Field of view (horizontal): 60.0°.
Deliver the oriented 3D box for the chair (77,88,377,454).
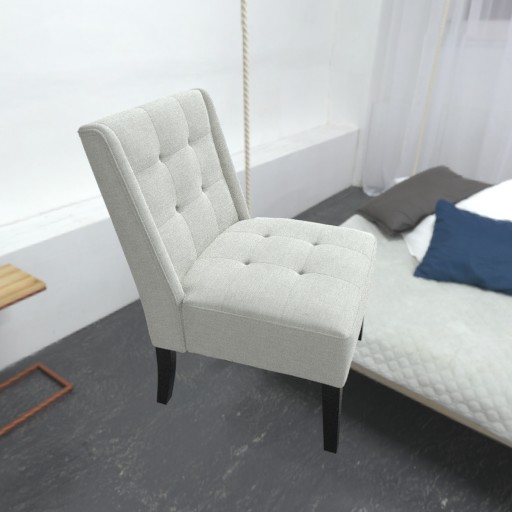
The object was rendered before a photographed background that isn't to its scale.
[{"bbox_3d":[0.000,0.000,1.323,0.676,0.853,0.569,10,31,17],"label":"chair"}]
